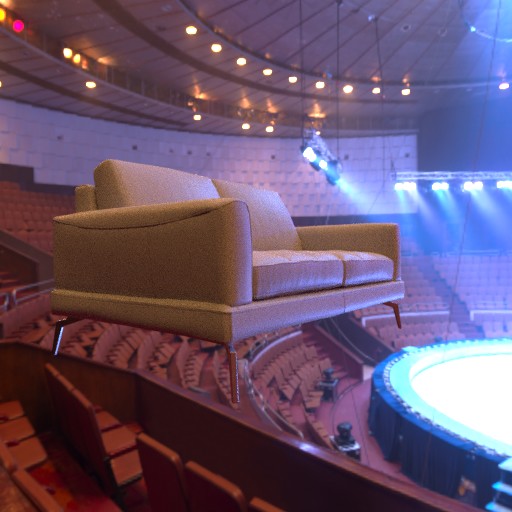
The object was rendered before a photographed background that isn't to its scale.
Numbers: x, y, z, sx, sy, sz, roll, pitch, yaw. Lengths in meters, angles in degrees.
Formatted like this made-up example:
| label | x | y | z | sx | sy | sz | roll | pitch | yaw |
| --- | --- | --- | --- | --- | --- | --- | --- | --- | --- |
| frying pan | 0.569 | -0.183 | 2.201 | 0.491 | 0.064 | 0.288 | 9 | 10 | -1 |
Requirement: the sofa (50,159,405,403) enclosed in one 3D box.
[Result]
| label | x | y | z | sx | sy | sz | roll | pitch | yaw |
| --- | --- | --- | --- | --- | --- | --- | --- | --- | --- |
| sofa | 0.000 | 0.000 | 2.449 | 1.121 | 0.930 | 1.819 | 0 | 1 | 36 |
